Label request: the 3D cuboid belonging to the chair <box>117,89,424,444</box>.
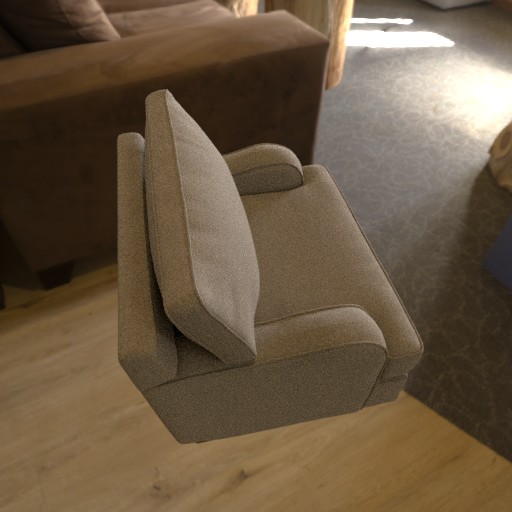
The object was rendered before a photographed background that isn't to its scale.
[{"bbox_3d":[0.000,0.000,1.914,1.040,1.016,1.220,-9,48,-8],"label":"chair"}]
